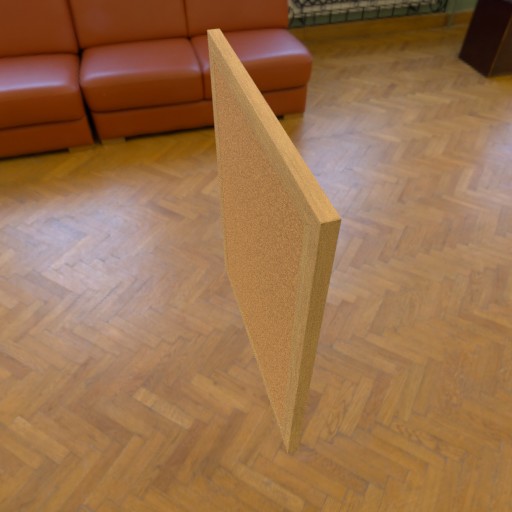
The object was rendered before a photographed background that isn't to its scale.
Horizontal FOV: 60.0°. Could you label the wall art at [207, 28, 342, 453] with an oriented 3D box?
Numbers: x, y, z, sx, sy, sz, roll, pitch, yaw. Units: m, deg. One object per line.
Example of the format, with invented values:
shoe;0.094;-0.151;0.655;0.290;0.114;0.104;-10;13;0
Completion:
wall art;0.000;0.000;0.743;0.020;0.561;0.460;-12;48;-11
